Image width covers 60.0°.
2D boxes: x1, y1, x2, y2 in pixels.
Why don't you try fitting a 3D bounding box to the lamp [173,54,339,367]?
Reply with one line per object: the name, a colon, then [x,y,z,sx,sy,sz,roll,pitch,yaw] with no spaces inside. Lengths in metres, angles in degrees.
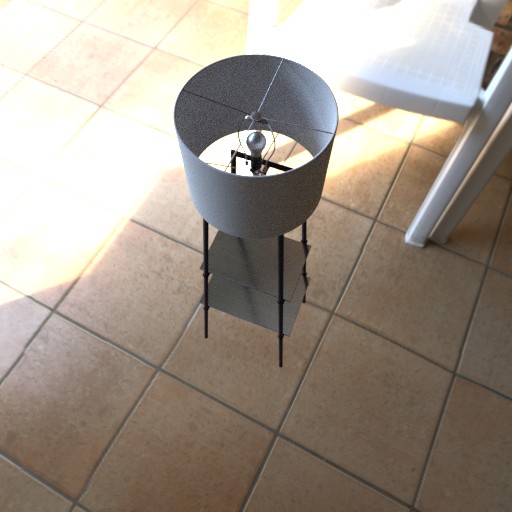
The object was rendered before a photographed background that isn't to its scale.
lamp: [0.000,0.000,1.665,0.427,1.474,0.384,19,65,9]
